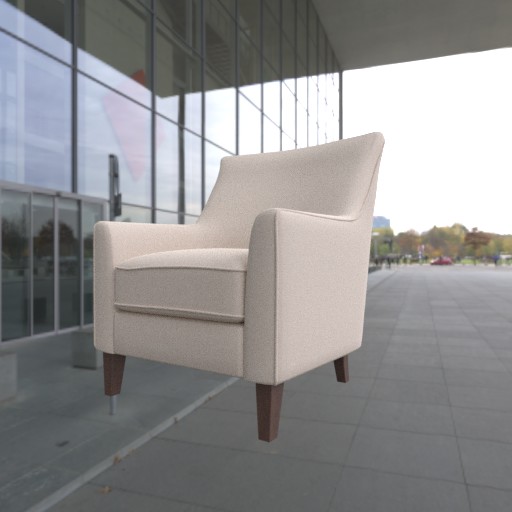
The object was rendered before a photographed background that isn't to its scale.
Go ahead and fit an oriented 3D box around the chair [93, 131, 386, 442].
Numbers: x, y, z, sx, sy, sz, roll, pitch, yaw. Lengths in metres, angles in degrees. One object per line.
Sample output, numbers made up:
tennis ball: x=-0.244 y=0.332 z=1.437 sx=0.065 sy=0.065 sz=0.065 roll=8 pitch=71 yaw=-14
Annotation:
chair: x=0.000 y=0.000 z=1.604 sx=0.756 sy=0.916 sz=0.879 roll=0 pitch=0 yaw=35
